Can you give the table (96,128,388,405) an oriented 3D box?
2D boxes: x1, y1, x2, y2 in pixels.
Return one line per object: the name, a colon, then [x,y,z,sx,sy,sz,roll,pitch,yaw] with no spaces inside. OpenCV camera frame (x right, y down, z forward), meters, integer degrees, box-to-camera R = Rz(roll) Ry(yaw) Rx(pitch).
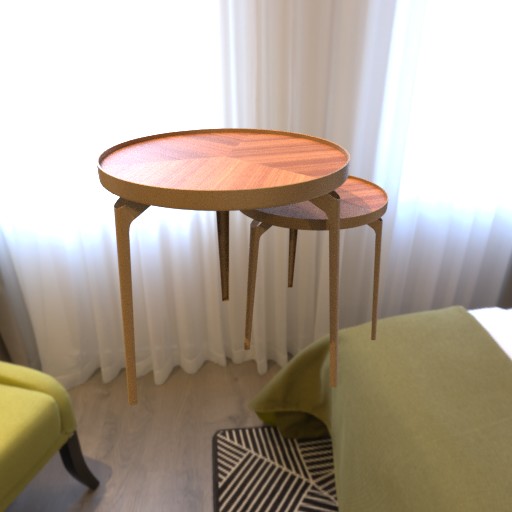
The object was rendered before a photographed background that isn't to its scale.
table: [0.000,0.000,1.126,0.751,0.555,0.532,-19,32,-32]
